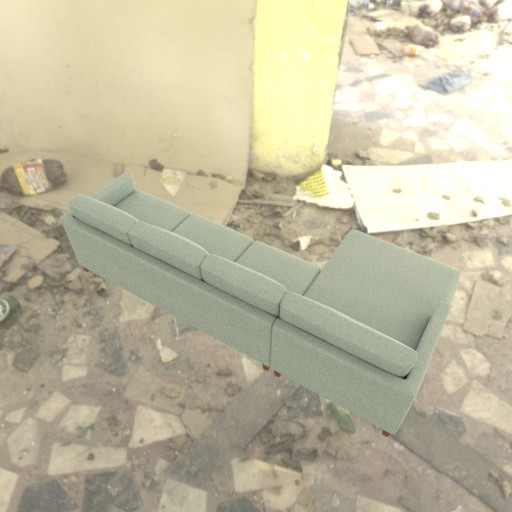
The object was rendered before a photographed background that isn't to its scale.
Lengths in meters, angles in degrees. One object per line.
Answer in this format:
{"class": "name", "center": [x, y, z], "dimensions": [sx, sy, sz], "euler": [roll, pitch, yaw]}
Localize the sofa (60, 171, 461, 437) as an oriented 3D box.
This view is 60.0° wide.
{"class": "sofa", "center": [0.000, 0.000, 4.216], "dimensions": [3.470, 0.953, 1.600], "euler": [24, 50, 22]}
